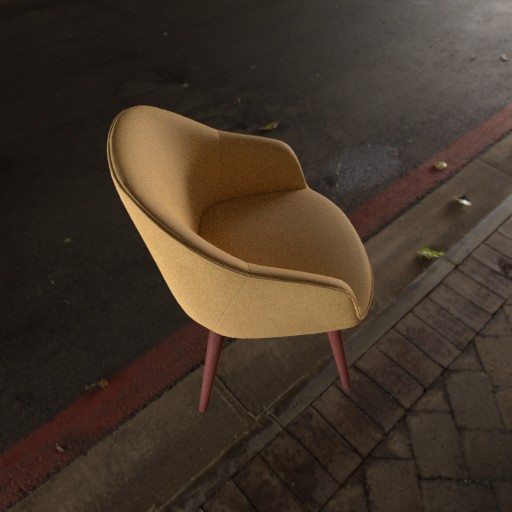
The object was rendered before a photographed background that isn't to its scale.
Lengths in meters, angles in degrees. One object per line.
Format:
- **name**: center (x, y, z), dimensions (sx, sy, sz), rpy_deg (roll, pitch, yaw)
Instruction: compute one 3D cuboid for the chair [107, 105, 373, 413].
- **chair**: center (0.000, 0.000, 1.259), dimensions (0.635, 0.823, 0.596), rpy_deg (-7, 47, -7)
